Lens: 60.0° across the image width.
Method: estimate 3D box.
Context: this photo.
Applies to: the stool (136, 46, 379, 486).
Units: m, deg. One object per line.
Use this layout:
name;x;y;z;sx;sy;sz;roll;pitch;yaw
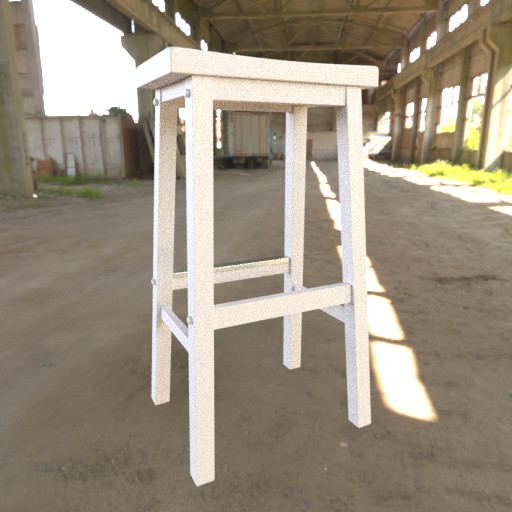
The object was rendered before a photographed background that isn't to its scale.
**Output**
stool;0.000;0.000;0.936;0.406;0.742;0.322;-7;16;-26
